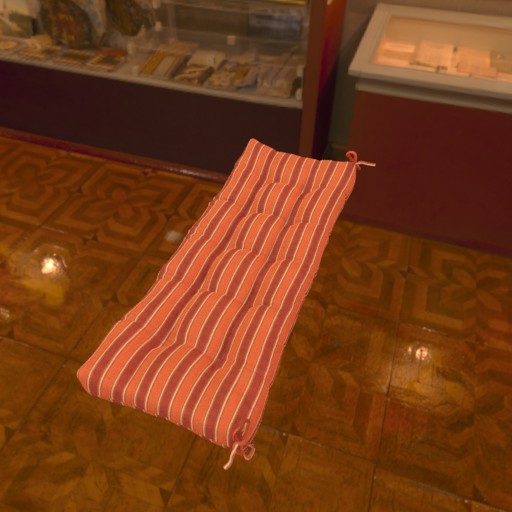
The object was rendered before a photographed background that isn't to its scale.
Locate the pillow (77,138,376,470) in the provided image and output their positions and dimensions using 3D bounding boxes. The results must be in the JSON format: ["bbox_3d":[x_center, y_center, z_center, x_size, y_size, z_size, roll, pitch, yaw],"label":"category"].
[{"bbox_3d":[0.000,0.000,1.364,0.511,0.174,1.194,16,48,15],"label":"pillow"}]
